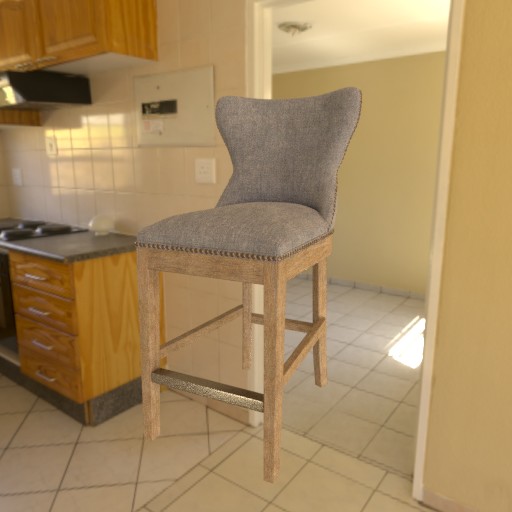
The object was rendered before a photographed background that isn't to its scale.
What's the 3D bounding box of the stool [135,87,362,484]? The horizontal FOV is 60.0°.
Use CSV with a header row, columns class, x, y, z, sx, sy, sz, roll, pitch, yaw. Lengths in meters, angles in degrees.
class,x,y,z,sx,sy,sz,roll,pitch,yaw
stool,0.000,0.000,1.323,0.498,0.981,0.608,6,14,26
